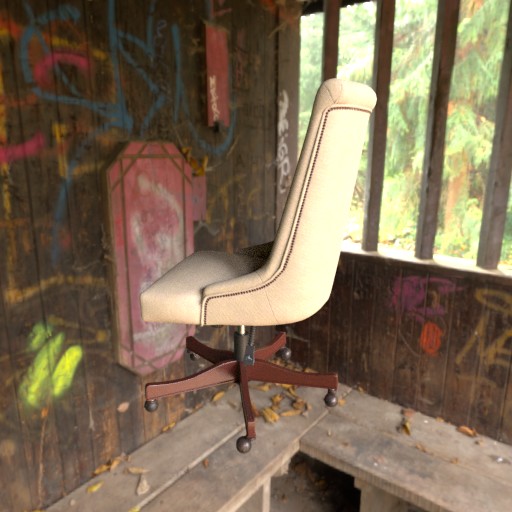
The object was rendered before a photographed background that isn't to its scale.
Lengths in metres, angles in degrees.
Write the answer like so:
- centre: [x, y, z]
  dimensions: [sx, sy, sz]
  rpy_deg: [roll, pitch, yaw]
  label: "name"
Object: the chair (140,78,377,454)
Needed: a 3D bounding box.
- centre: [0.000, 0.000, 1.436]
  dimensions: [0.696, 1.010, 0.645]
  rpy_deg: [2, 14, 9]
  label: "chair"
